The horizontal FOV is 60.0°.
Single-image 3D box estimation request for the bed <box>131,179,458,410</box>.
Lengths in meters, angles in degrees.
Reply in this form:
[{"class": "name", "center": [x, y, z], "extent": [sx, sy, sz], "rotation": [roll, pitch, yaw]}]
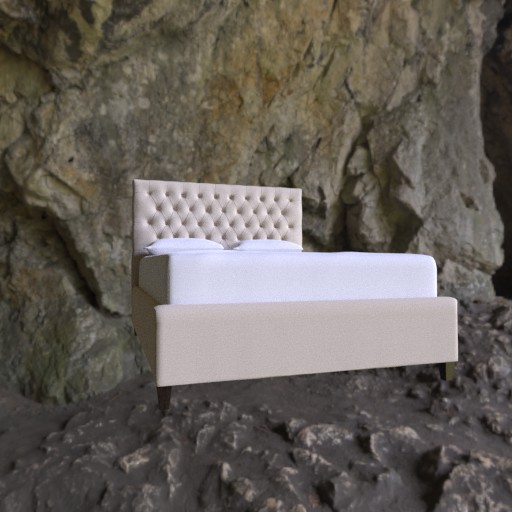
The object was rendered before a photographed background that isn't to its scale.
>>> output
[{"class": "bed", "center": [0.000, 0.000, 3.289], "extent": [1.696, 1.426, 2.233], "rotation": [0, -1, -18]}]
